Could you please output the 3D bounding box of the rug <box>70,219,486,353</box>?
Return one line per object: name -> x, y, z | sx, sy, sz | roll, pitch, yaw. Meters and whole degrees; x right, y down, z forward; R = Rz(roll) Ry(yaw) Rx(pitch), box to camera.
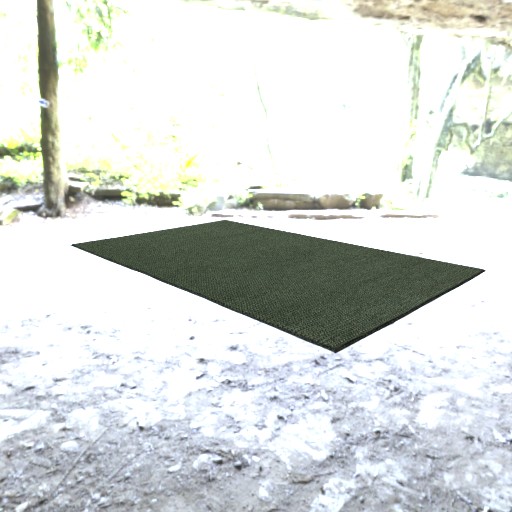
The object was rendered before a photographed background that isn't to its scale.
rug -> 0.000, 0.000, 3.009 | 1.538, 0.021, 2.443 | -14, 20, -42
